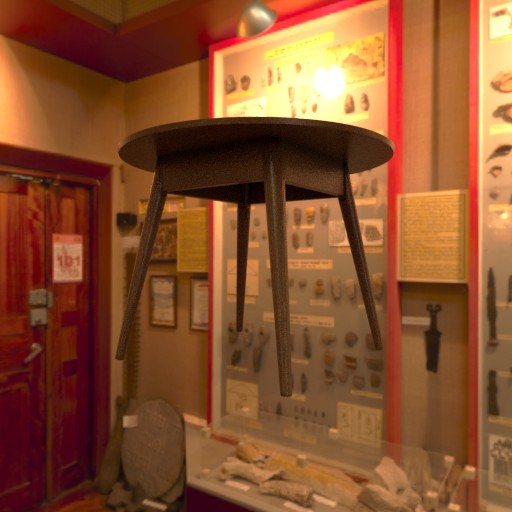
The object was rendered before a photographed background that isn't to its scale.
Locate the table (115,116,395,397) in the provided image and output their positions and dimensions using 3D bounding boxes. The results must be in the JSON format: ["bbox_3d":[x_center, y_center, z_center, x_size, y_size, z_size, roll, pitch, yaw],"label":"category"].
[{"bbox_3d":[0.000,0.000,1.765,1.053,0.786,1.053,0,0,0],"label":"table"}]
